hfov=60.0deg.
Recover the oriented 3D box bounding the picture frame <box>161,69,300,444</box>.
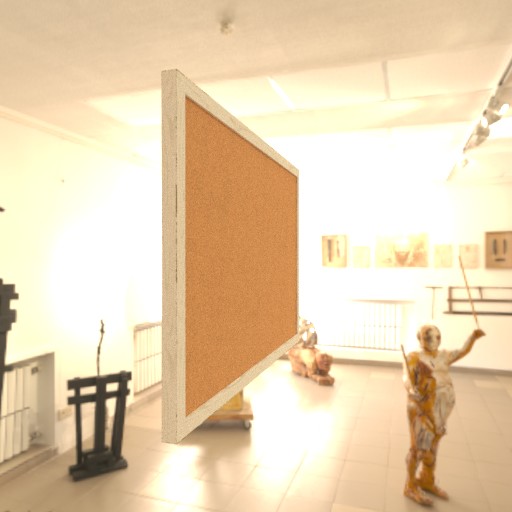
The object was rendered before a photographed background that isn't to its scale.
[{"bbox_3d":[0.000,0.000,1.211,0.029,0.640,0.950,0,0,18],"label":"picture frame"}]
